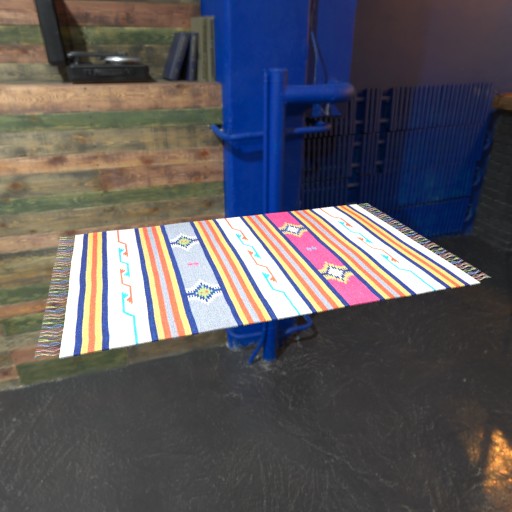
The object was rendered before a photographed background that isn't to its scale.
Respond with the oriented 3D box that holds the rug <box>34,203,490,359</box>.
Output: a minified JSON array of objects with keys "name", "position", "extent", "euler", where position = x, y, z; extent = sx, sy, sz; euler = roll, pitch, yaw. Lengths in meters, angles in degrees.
[{"name":"rug","position":[0.000,0.000,2.141],"extent":[1.849,0.013,1.084],"euler":[-8,27,-16]}]
